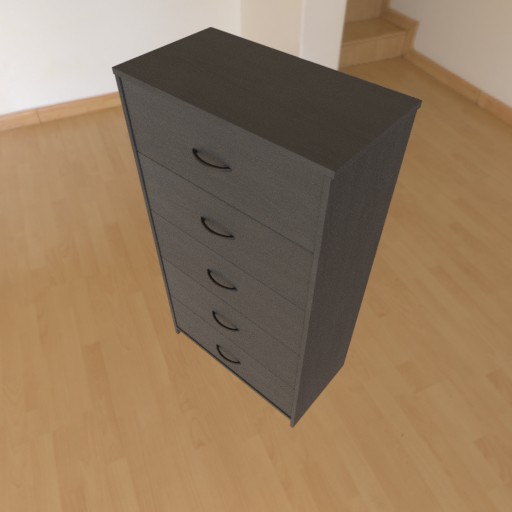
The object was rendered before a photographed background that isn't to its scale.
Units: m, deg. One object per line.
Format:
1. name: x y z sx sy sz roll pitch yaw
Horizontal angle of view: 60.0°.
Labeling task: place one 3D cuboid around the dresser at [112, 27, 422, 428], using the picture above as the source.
1. dresser: 0.000 0.000 1.562 0.704 1.255 0.399 32 55 26
